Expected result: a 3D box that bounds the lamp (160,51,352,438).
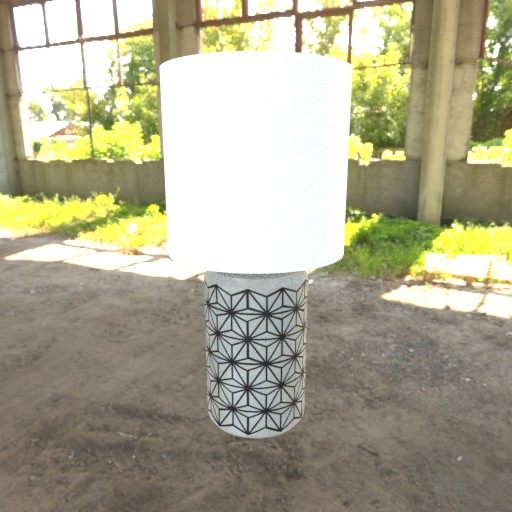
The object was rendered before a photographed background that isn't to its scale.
[{"bbox_3d":[0.000,0.000,0.533,0.206,0.416,0.206,-2,14,-9],"label":"lamp"}]
